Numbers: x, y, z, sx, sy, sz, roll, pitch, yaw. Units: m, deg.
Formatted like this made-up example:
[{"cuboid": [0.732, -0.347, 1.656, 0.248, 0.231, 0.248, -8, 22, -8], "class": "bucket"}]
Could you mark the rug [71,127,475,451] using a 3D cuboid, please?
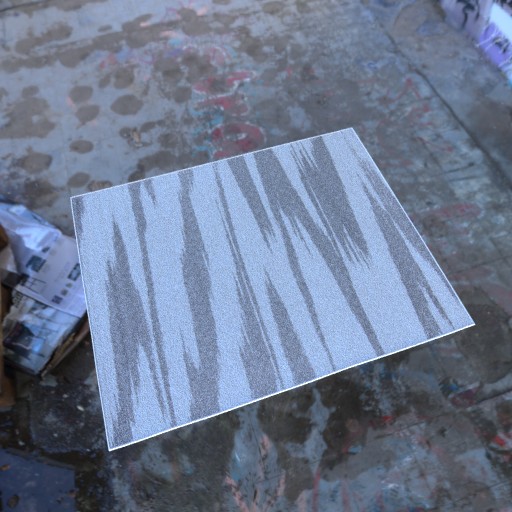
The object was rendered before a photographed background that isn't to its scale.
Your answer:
[{"cuboid": [0.000, 0.000, 3.887, 2.945, 0.014, 2.353, -16, 61, -9], "class": "rug"}]
